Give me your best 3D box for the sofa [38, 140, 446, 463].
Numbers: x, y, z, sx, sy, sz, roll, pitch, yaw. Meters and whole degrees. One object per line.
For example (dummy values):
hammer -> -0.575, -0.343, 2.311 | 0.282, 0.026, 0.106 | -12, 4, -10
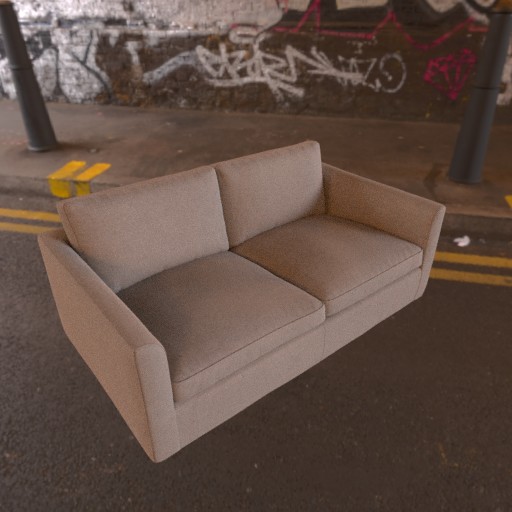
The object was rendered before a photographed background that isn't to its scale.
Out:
sofa -> 0.000, 0.000, 2.430 | 1.905, 0.839, 1.091 | -22, 36, -33
